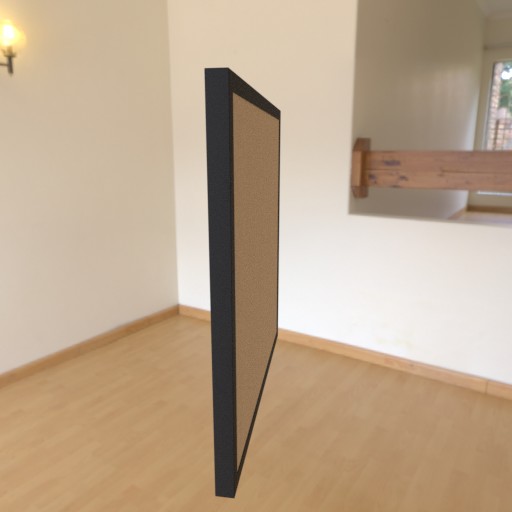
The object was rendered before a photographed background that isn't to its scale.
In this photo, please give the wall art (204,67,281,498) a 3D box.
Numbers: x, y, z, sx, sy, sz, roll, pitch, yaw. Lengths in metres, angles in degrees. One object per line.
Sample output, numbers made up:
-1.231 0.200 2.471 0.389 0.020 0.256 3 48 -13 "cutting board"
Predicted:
0.000 0.000 0.448 0.015 0.304 0.306 2 14 9 "wall art"
